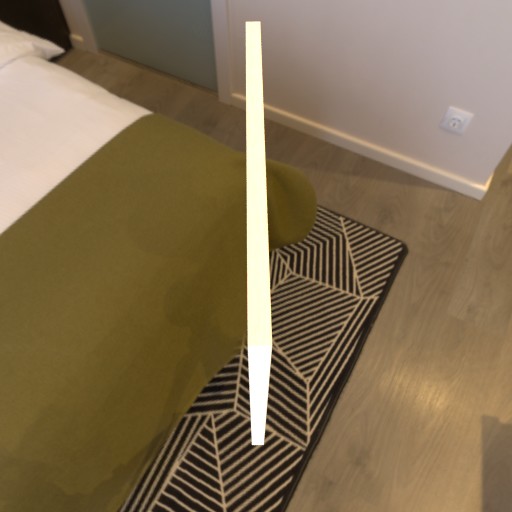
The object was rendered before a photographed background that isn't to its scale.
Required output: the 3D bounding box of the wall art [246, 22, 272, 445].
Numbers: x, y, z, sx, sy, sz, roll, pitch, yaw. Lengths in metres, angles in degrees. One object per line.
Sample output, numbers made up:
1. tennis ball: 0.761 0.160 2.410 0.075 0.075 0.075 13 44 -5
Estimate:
1. wall art: 0.000 0.000 1.485 0.045 1.016 1.016 -1 58 0
